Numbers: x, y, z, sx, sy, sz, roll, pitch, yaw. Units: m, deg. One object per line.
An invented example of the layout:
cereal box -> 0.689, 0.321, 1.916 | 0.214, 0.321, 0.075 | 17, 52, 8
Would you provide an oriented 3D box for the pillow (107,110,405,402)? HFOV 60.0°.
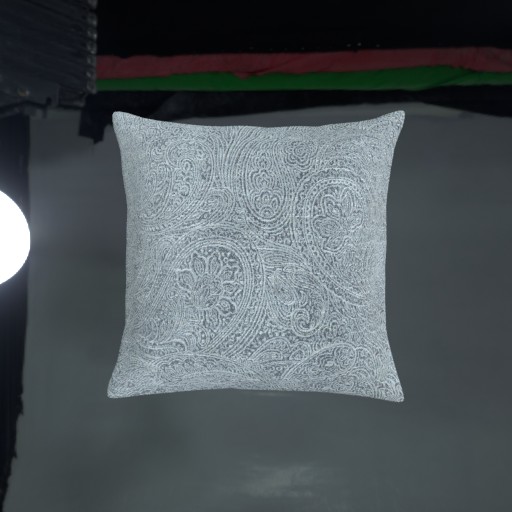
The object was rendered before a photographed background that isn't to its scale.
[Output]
pillow -> 0.000, 0.000, 0.781 | 0.523, 0.510, 0.166 | 0, 1, 1
